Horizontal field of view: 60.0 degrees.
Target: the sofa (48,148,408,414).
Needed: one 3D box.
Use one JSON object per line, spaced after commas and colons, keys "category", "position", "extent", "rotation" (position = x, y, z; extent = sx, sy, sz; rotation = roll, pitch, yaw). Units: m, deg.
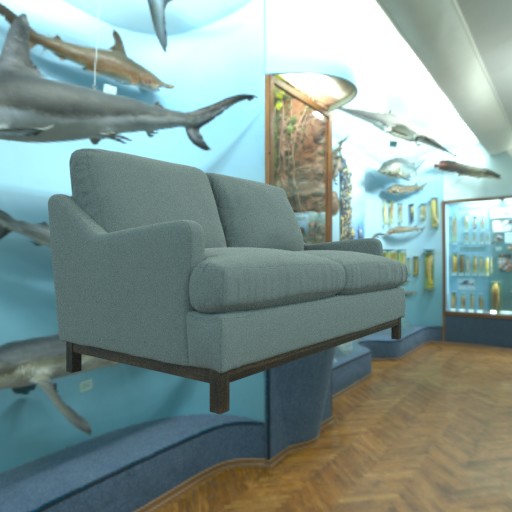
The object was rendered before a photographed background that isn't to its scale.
{"category": "sofa", "position": [0.000, 0.000, 2.149], "extent": [0.987, 0.921, 1.589], "rotation": [0, -1, 37]}
